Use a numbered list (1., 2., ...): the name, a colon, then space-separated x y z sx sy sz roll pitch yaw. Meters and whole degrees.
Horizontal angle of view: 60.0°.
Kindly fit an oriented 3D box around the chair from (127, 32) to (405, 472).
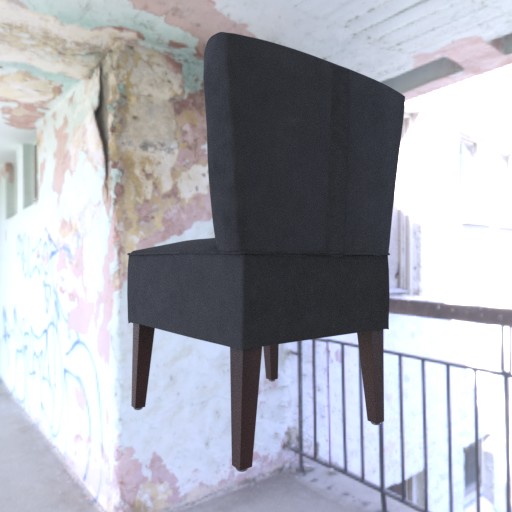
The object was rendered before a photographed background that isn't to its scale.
1. chair: 0.000 0.000 1.125 0.521 0.806 0.554 0 -1 -36
